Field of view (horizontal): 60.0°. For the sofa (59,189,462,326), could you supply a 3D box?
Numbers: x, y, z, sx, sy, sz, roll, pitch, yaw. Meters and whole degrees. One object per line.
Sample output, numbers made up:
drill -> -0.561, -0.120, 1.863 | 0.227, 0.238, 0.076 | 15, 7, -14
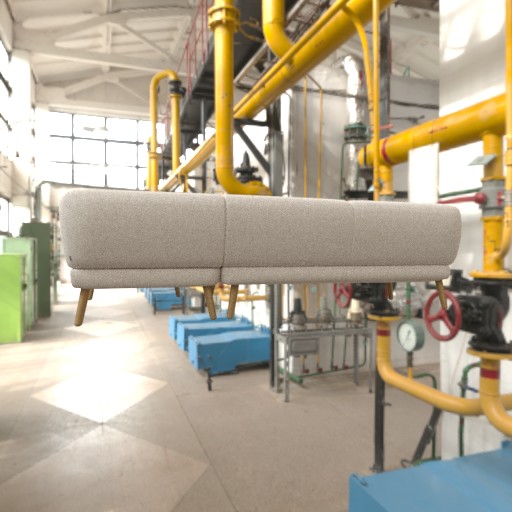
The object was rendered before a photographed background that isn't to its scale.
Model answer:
sofa -> 0.000, 0.000, 3.355 | 2.660, 0.730, 1.610 | 0, 0, -18
